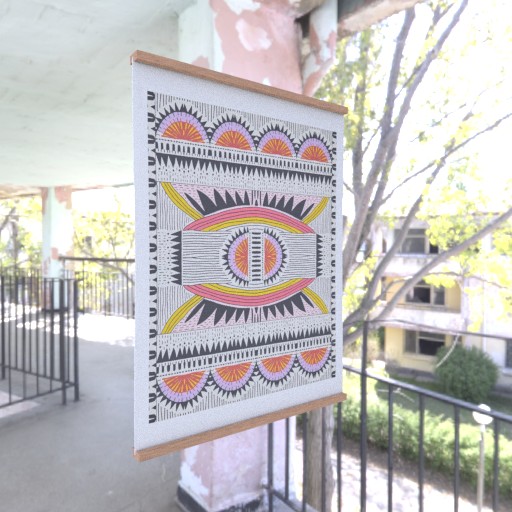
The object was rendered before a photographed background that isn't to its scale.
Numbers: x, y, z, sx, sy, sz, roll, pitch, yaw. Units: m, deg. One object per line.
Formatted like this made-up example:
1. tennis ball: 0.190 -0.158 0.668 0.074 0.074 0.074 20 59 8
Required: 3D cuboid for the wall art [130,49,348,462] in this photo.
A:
1. wall art: 0.000 0.000 0.800 0.456 0.609 0.028 -1 2 -36
